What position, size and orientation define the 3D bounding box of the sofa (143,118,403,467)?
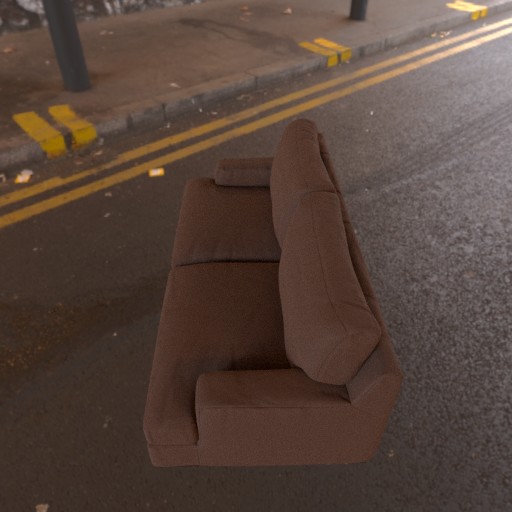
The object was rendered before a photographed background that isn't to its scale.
[{"bbox_3d":[0.000,0.000,2.796,1.140,0.950,2.274,-1,40,-1],"label":"sofa"}]
